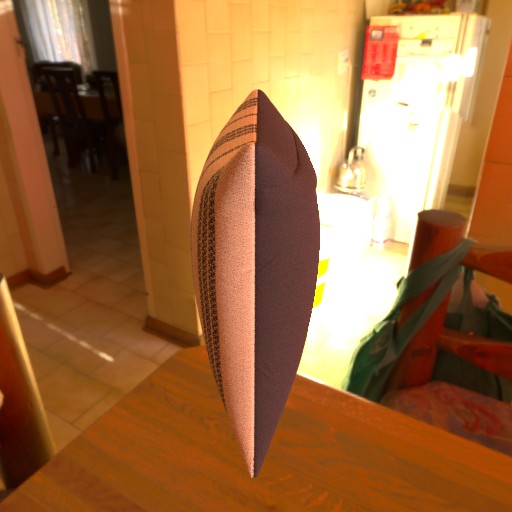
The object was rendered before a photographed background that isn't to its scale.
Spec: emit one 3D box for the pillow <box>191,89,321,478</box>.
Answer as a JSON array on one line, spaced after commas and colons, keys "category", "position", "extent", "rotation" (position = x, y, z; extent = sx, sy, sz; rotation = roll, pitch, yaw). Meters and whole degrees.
[{"category": "pillow", "position": [0.000, 0.000, 0.630], "extent": [0.173, 0.406, 0.405], "rotation": [0, 27, 0]}]
